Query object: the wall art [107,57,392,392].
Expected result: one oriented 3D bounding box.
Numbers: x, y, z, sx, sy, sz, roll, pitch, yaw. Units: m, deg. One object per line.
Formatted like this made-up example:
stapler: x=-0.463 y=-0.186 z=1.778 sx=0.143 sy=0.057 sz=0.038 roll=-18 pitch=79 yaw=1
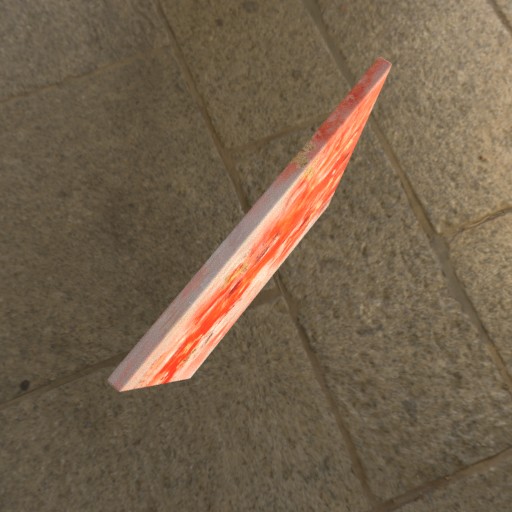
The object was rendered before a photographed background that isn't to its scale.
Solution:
wall art: x=0.000 y=0.000 z=1.315 sx=0.066 sy=0.878 sz=0.878 roll=38 pitch=79 yaw=9
